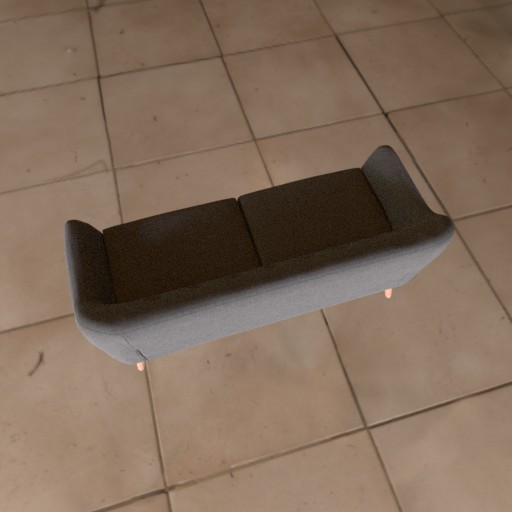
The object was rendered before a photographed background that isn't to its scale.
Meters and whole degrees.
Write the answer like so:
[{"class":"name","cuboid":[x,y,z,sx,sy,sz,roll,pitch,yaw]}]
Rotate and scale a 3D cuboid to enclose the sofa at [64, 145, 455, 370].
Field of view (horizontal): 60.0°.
[{"class":"sofa","cuboid":[0.000,0.000,2.338,1.840,0.820,0.820,-15,61,-9]}]
